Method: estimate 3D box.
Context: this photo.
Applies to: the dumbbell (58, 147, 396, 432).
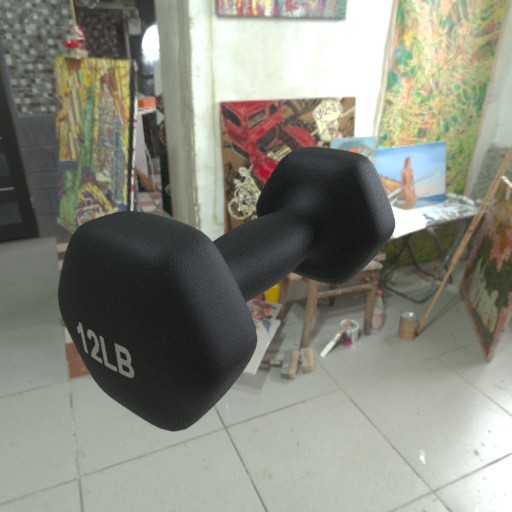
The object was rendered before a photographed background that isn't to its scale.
[{"bbox_3d":[0.000,0.000,0.282,0.112,0.101,0.231,18,31,32],"label":"dumbbell"}]
